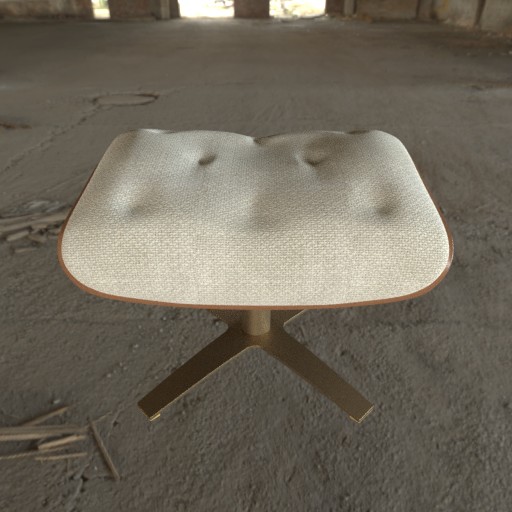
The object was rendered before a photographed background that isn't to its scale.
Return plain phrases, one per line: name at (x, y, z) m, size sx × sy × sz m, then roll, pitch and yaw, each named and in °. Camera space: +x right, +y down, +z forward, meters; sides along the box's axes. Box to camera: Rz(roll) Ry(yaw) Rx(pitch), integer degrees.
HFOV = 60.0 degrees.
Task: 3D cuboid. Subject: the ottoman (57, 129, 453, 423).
ottoman at (0.000, 0.000, 0.784) m, size 0.520 × 0.391 × 0.394 m, roll 0°, pitch 31°, yaw 1°
